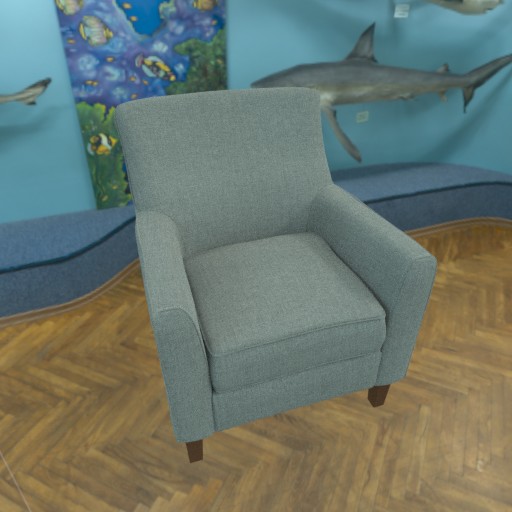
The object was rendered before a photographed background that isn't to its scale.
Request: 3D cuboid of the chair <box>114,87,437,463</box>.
[{"bbox_3d":[0.000,0.000,1.729,0.887,1.047,0.993,-10,34,-16],"label":"chair"}]
